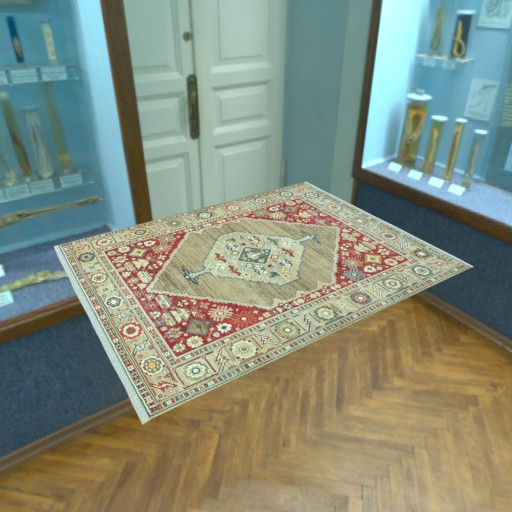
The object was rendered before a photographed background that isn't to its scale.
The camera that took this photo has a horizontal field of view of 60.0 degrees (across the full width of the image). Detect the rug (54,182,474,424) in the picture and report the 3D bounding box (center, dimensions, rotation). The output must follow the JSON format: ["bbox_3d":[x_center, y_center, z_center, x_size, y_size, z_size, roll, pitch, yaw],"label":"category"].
[{"bbox_3d":[0.000,0.000,4.168,3.143,0.008,2.451,-18,36,-28],"label":"rug"}]
